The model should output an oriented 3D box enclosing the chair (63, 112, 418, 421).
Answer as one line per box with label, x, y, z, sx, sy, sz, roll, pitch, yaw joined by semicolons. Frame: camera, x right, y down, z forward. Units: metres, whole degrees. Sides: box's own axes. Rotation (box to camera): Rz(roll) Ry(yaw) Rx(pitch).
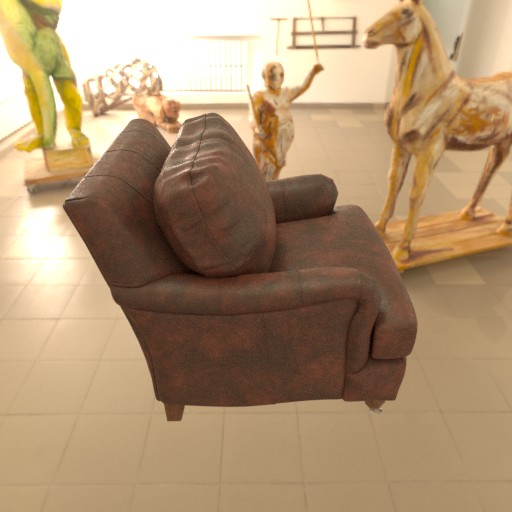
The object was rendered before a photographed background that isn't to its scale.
chair;0.000;0.000;1.901;1.156;1.051;0.987;-1;32;-1
